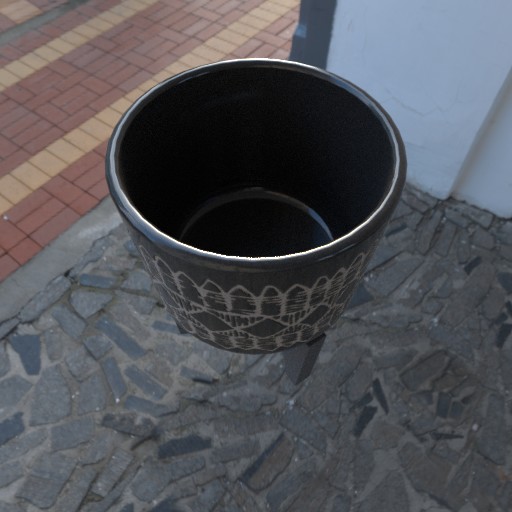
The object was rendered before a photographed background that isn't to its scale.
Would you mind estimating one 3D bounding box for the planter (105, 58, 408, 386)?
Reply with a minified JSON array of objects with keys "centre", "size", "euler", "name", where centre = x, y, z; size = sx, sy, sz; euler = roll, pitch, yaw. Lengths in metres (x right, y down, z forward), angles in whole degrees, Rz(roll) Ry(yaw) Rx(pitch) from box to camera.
[{"centre":[0.000,0.000,0.398],"size":[0.196,0.264,0.196],"euler":[-30,61,-19],"name":"planter"}]
